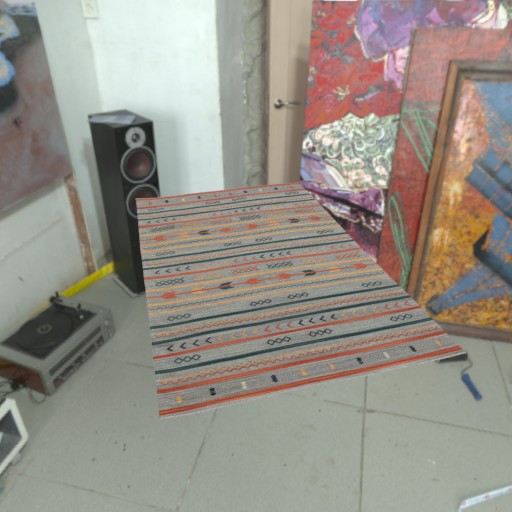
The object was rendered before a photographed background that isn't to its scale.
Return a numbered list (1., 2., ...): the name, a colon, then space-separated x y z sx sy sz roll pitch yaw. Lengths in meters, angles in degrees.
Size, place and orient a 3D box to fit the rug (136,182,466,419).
1. rug: 0.000 0.000 3.077 1.537 0.029 2.439 -8 32 -13
